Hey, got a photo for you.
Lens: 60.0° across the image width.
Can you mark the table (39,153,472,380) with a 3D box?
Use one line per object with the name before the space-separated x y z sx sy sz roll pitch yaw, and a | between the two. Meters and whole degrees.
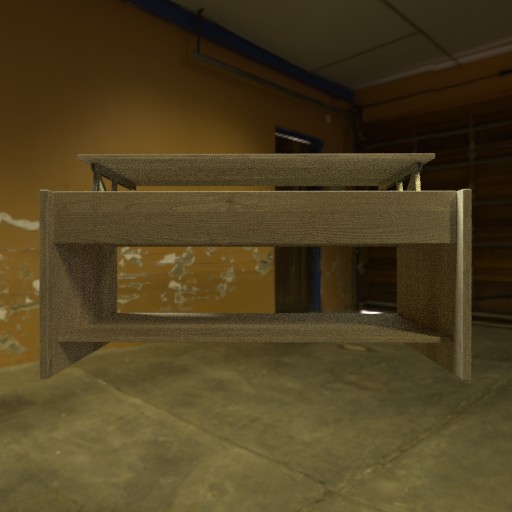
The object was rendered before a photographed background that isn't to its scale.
table | 0.000 0.000 1.379 1.000 0.570 0.712 0 0 1
